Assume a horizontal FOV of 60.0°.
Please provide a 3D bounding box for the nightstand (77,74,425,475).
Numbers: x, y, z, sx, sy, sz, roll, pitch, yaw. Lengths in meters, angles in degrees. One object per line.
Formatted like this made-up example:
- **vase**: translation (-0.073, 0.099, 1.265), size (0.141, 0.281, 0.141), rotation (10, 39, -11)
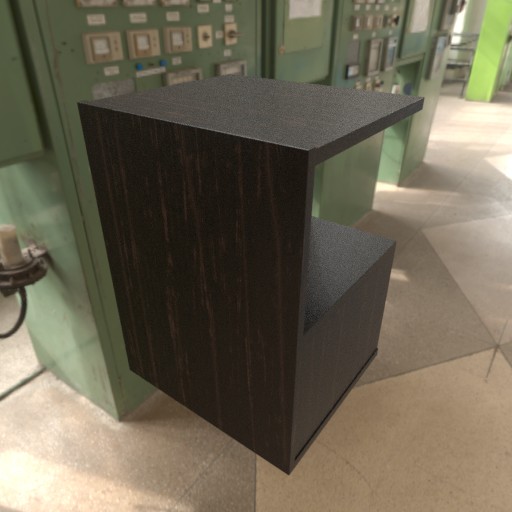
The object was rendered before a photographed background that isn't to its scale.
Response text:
- **nightstand**: translation (0.000, 0.000, 0.820), size (0.400, 0.559, 0.356), rotation (21, 36, 31)
